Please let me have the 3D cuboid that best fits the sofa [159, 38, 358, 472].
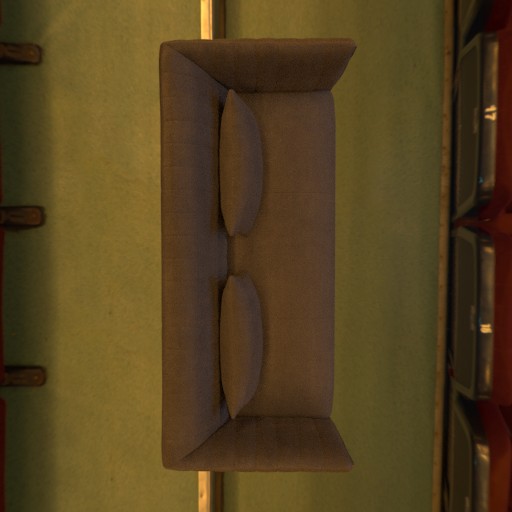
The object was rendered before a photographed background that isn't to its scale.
[{"bbox_3d":[0.000,0.000,2.320,0.876,0.780,1.980,0,92,-1],"label":"sofa"}]
